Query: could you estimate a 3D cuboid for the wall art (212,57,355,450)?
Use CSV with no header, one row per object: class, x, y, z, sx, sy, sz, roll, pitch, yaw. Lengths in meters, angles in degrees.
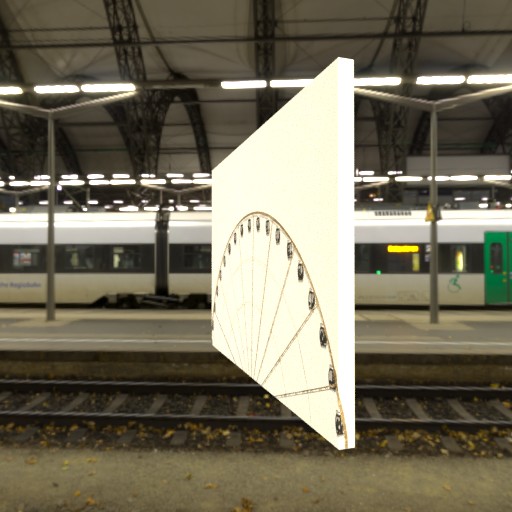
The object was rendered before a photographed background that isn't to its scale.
wall art,0.000,0.000,1.413,0.038,0.767,1.144,0,-1,-18
